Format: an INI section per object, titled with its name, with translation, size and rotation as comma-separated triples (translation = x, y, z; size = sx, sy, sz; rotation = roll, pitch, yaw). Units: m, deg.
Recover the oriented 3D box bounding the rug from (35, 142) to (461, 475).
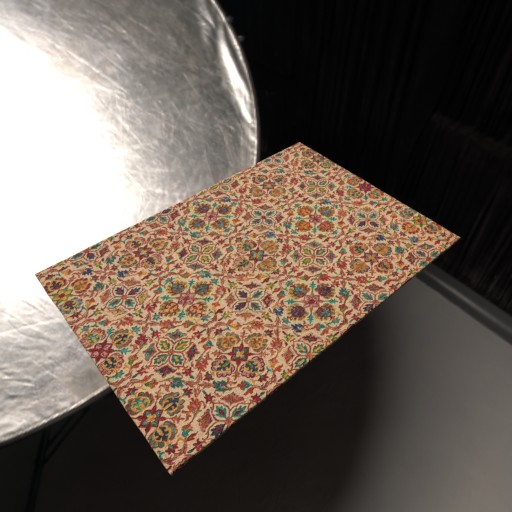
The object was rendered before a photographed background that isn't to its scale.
[rug]
translation = 0.000, 0.000, 2.855
size = 2.297, 0.018, 1.541
rotation = -32, 54, -27
